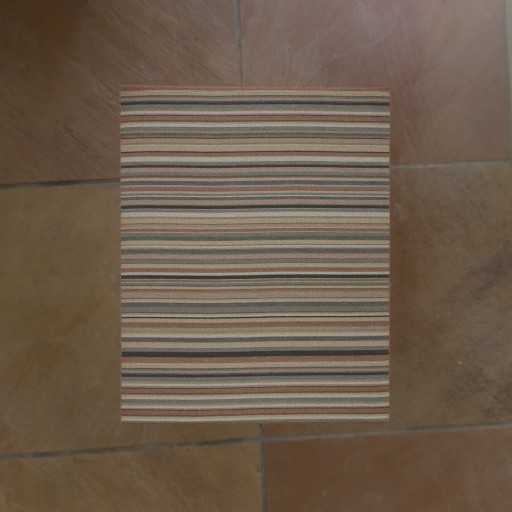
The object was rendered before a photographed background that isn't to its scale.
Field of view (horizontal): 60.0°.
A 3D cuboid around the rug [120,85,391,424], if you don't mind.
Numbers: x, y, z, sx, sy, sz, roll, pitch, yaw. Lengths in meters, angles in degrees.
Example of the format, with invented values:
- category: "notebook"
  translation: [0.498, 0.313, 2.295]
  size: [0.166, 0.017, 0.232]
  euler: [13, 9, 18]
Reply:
- category: "rug"
  translation: [0.000, 0.000, 4.000]
  size: [2.436, 0.011, 3.045]
  euler: [0, 91, -1]
